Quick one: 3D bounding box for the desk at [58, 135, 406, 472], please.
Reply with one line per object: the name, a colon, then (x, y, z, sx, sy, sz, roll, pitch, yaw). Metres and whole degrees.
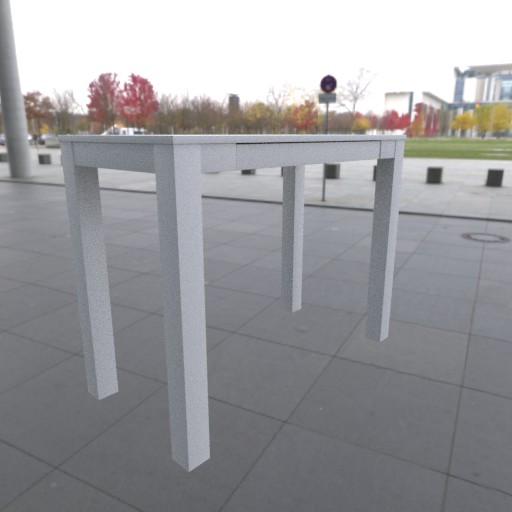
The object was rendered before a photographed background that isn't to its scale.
desk: (0.000, 0.000, 1.446, 0.497, 0.762, 0.990, 14, 21, 41)
